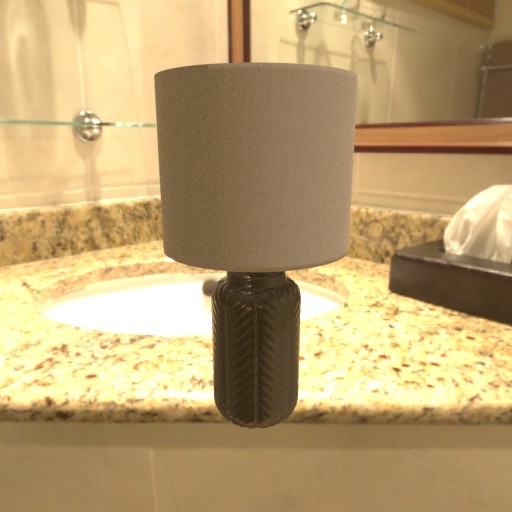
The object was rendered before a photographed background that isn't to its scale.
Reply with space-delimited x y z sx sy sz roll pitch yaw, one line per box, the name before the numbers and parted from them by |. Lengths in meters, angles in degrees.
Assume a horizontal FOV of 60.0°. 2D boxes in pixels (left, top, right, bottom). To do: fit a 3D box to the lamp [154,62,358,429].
lamp | 0.000 0.000 0.500 0.203 0.389 0.203 2 15 8
